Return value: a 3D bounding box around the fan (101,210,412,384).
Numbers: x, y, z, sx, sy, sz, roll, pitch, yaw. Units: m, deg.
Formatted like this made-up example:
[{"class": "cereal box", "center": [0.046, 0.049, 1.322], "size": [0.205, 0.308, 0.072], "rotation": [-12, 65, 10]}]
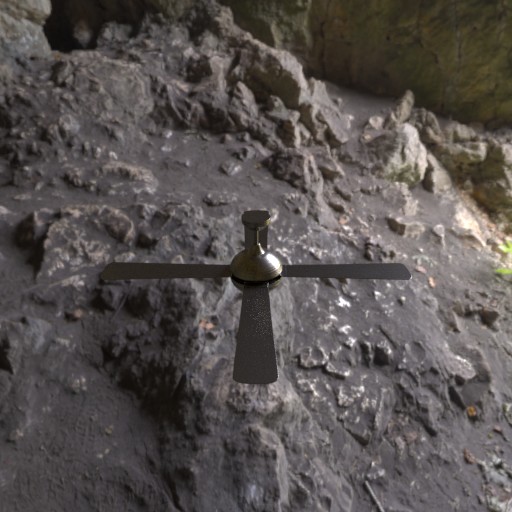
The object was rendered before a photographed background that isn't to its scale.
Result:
[{"class": "fan", "center": [0.000, 0.000, 1.965], "size": [1.321, 0.381, 1.321], "rotation": [10, 31, 18]}]
